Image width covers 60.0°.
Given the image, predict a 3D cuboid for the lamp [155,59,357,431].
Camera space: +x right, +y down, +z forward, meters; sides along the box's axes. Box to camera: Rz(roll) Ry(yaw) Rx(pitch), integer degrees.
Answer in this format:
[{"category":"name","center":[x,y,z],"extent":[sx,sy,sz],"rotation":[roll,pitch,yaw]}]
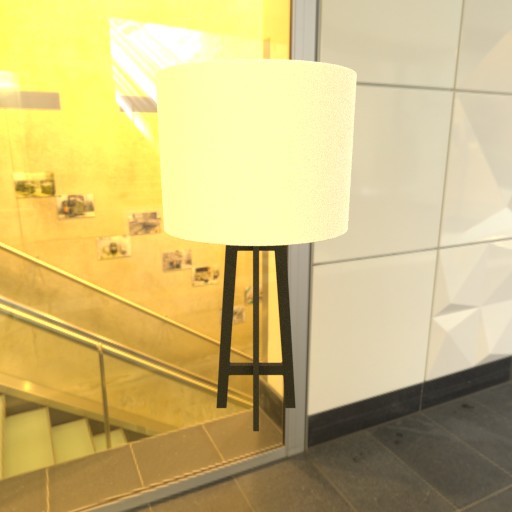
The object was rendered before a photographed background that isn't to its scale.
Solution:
[{"category":"lamp","center":[0.000,0.000,0.638],"extent":[0.257,0.489,0.257],"rotation":[14,20,43]}]
